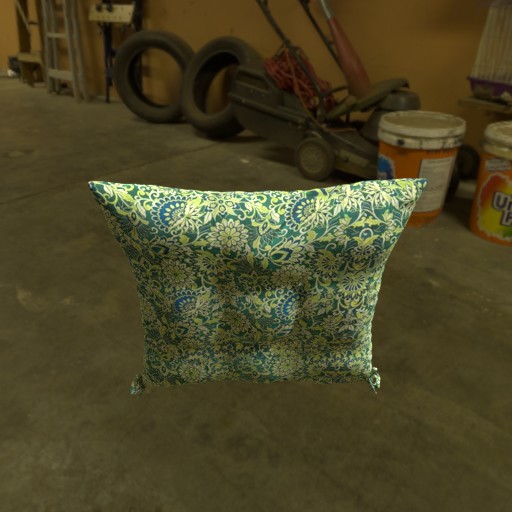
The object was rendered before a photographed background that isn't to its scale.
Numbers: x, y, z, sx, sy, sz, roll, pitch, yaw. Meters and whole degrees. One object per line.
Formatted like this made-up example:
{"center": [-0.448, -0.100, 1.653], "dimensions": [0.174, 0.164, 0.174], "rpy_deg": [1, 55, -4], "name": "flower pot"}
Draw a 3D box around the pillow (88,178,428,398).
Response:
{"center": [0.000, 0.000, 0.994], "dimensions": [0.541, 0.536, 0.585], "rpy_deg": [-1, 30, -2], "name": "pillow"}
